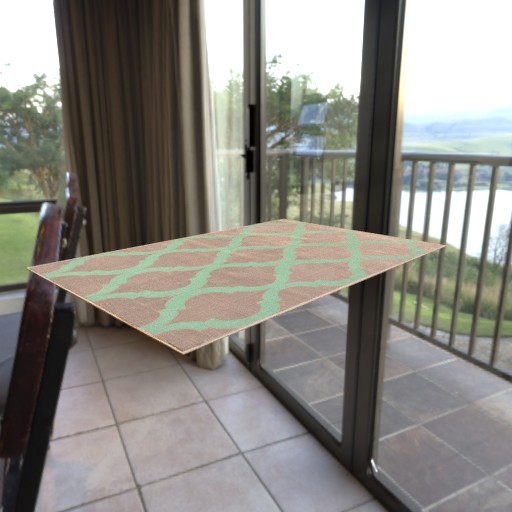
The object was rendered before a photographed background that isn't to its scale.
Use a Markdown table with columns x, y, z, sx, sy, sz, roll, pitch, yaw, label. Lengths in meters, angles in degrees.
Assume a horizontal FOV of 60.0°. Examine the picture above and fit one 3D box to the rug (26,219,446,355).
| x | y | z | sx | sy | sz | roll | pitch | yaw | label |
| --- | --- | --- | --- | --- | --- | --- | --- | --- | --- |
| 0.000 | 0.000 | 2.859 | 1.524 | 0.006 | 2.286 | 14 | 20 | 43 | rug |
